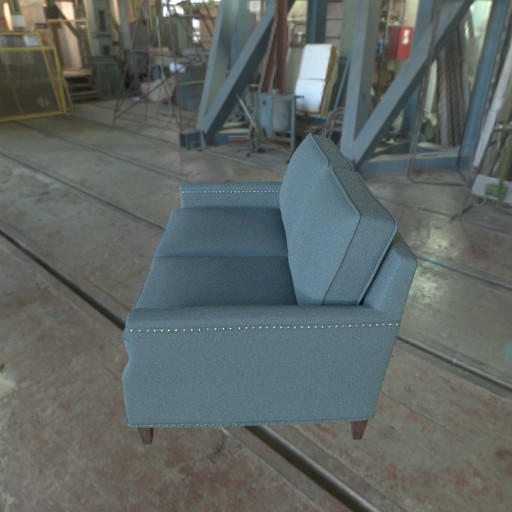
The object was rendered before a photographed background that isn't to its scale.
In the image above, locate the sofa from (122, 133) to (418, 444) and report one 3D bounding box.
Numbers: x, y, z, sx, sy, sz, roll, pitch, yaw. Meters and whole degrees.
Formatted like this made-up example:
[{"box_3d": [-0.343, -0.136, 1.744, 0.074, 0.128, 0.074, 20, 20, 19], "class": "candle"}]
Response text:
[{"box_3d": [0.000, 0.000, 2.304, 1.084, 1.003, 1.597, -1, 27, -1], "class": "sofa"}]
